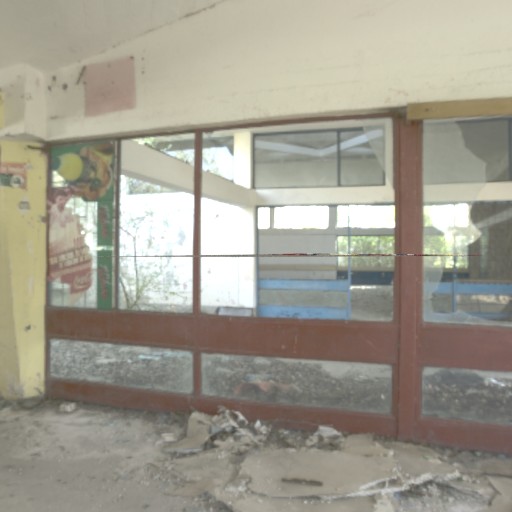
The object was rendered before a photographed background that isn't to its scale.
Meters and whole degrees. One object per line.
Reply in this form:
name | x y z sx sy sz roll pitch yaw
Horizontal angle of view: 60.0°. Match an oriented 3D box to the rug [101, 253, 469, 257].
rug | 0.000 0.000 3.079 1.465 0.012 2.465 0 0 -36
